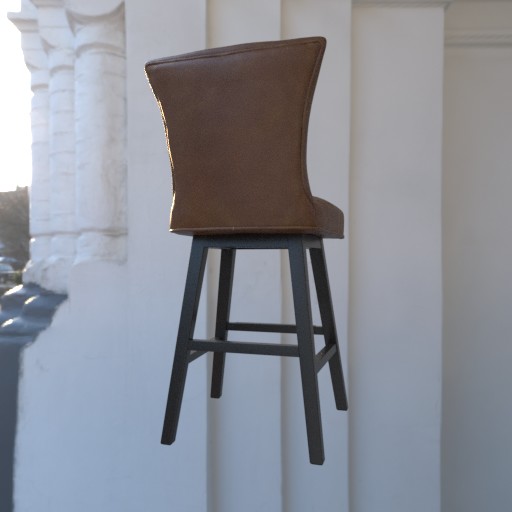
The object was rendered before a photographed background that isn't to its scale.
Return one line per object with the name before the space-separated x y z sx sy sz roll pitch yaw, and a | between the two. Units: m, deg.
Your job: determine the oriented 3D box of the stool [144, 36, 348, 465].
stool | 0.000 0.000 1.395 0.522 1.094 0.585 0 0 17
